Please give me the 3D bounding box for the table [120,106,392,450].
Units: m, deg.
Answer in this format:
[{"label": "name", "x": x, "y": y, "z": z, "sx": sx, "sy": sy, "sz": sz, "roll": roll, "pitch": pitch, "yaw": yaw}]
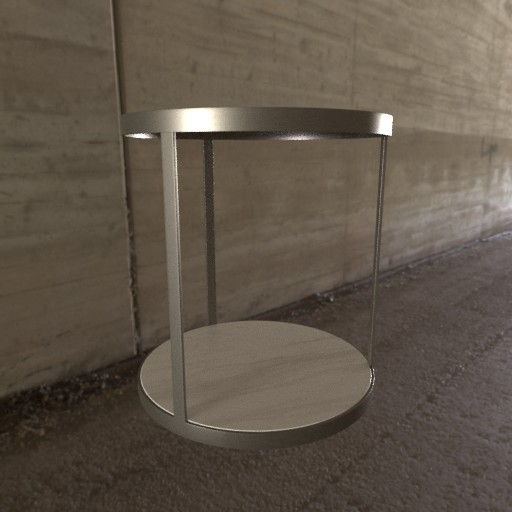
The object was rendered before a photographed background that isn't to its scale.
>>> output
[{"label": "table", "x": 0.000, "y": 0.000, "z": 0.810, "sx": 0.445, "sy": 0.479, "sz": 0.445, "roll": 0, "pitch": 13, "yaw": 0}]
